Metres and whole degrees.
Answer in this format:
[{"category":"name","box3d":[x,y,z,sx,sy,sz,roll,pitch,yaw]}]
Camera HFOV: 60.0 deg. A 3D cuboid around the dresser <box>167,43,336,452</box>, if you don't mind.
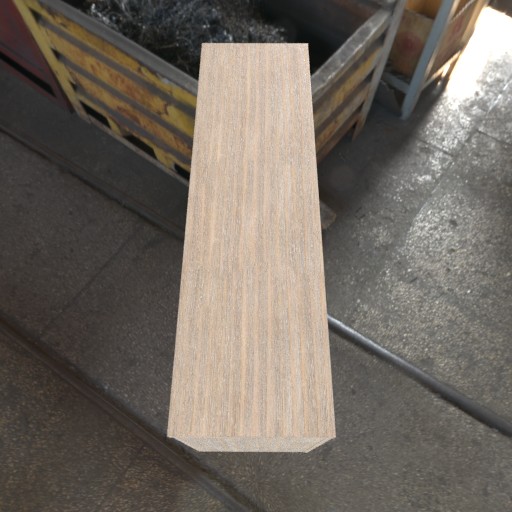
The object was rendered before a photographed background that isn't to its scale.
[{"category":"dresser","box3d":[0.000,0.000,1.909,0.457,0.914,1.524,0,63,0]}]
